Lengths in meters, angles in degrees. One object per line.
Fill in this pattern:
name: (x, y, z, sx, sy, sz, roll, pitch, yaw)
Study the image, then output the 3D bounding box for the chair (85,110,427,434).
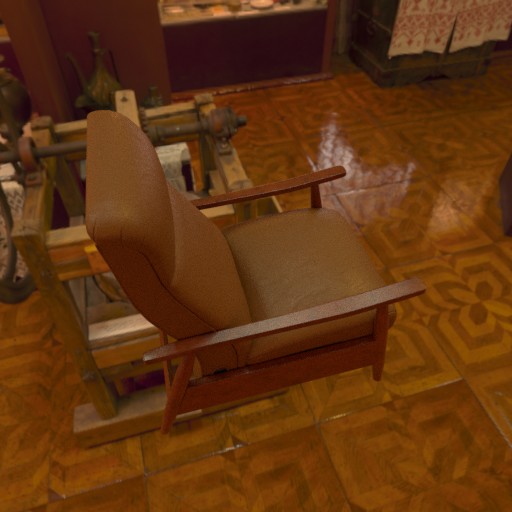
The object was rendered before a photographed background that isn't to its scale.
chair: (0.000, 0.000, 1.731, 1.014, 1.082, 0.762, -10, 46, -10)
